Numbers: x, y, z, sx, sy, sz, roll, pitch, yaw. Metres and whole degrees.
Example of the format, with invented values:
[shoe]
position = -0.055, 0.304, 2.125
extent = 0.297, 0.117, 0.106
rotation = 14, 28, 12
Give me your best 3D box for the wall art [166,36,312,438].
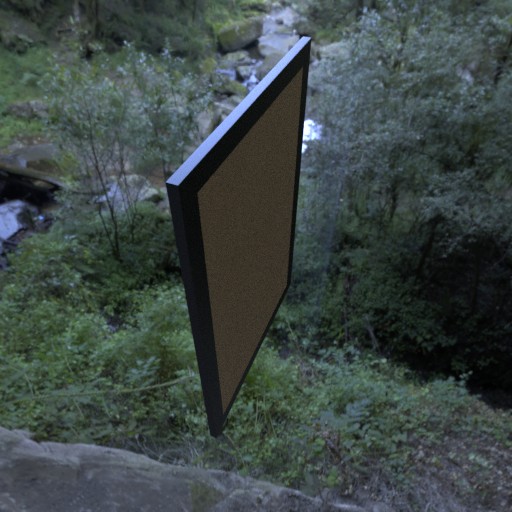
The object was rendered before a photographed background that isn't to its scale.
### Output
[wall art]
position = 0.000, 0.000, 0.698
extent = 0.013, 0.534, 0.381
rotation = 17, 48, 16
